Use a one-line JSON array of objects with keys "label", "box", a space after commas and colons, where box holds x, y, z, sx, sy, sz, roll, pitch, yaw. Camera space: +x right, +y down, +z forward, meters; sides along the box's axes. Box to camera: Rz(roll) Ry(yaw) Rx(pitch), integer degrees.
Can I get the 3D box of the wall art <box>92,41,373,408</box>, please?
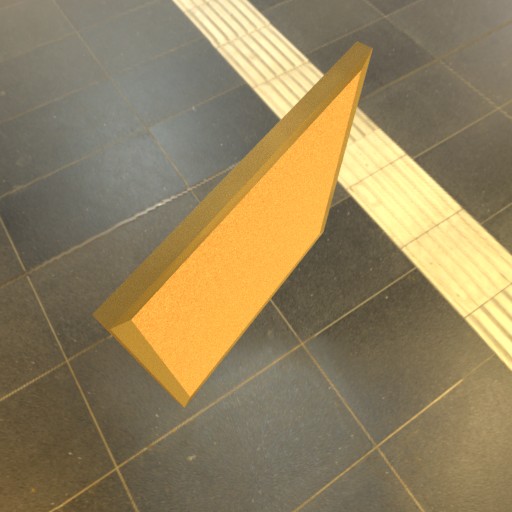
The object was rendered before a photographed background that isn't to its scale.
[{"label": "wall art", "box": [0.000, 0.000, 1.133, 0.038, 0.762, 0.762, 34, 68, 16]}]
